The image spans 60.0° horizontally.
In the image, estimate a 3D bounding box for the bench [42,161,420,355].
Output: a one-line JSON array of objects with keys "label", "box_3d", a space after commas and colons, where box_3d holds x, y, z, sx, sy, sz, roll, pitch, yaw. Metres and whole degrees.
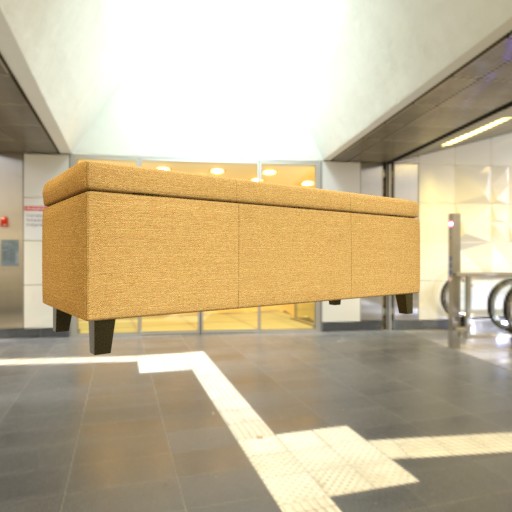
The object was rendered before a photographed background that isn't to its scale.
[{"label": "bench", "box_3d": [0.000, 0.000, 1.496, 1.269, 0.438, 0.446, 0, 0, -37]}]
